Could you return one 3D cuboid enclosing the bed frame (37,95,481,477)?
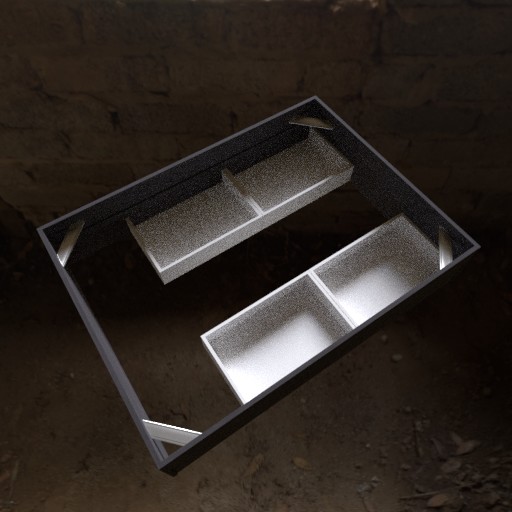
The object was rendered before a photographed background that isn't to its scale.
[{"bbox_3d":[0.000,0.000,2.584,1.944,0.459,1.448,-30,64,-16],"label":"bed frame"}]
